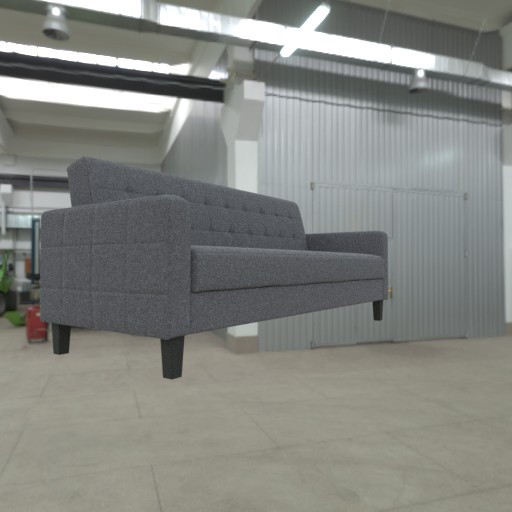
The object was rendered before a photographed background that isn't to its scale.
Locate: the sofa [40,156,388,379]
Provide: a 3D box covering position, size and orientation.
[{"bbox_3d":[0.000,0.000,2.450,0.810,0.850,2.040,-1,-1,36],"label":"sofa"}]
